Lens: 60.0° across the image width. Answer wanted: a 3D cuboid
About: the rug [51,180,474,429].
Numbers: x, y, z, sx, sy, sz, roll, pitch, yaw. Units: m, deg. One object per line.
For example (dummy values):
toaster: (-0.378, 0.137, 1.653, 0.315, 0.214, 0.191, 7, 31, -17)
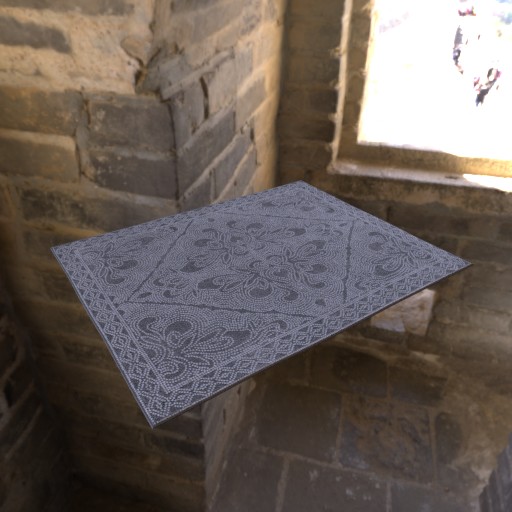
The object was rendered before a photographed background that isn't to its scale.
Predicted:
rug: (0.000, 0.000, 4.041, 3.048, 0.012, 2.438, -19, 36, -28)
